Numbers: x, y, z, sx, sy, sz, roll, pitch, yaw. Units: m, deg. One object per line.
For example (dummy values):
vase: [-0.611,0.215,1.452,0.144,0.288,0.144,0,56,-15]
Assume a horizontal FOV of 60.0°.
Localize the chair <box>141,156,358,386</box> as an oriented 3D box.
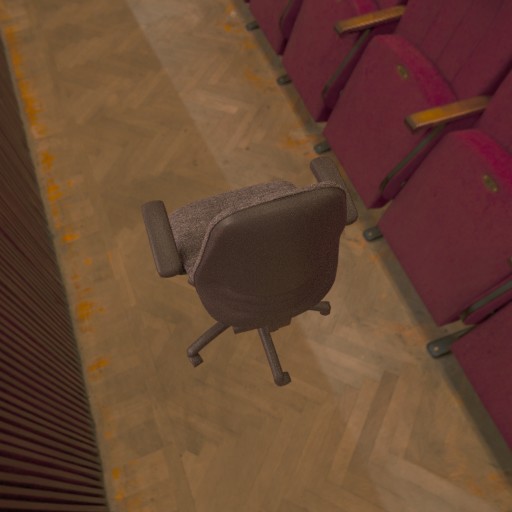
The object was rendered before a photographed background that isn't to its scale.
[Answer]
chair: [0.000,0.000,1.252,0.550,0.910,0.530,-16,60,-10]
